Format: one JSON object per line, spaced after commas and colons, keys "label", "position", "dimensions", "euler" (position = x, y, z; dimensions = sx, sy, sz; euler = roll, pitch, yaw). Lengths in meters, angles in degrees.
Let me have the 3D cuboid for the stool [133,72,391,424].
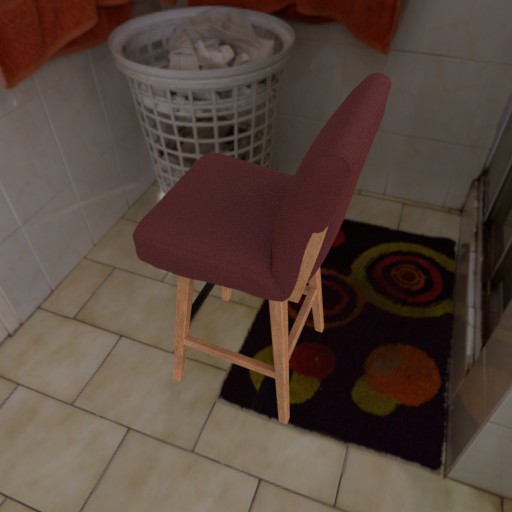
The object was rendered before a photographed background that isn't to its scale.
{"label": "stool", "position": [0.000, 0.000, 1.388], "dimensions": [0.562, 1.093, 0.468], "euler": [16, 47, 16]}
